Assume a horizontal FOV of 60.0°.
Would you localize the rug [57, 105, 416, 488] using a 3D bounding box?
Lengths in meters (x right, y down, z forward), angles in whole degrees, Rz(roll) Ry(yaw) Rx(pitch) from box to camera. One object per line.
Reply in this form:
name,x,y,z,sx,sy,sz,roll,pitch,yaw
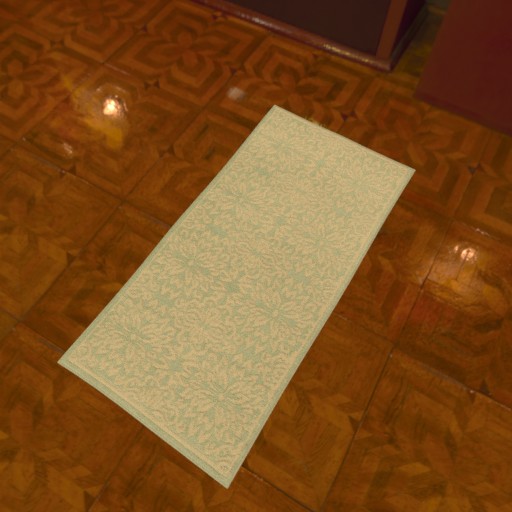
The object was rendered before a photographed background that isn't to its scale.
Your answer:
rug,0.000,0.000,1.453,0.604,0.007,1.219,30,67,14
